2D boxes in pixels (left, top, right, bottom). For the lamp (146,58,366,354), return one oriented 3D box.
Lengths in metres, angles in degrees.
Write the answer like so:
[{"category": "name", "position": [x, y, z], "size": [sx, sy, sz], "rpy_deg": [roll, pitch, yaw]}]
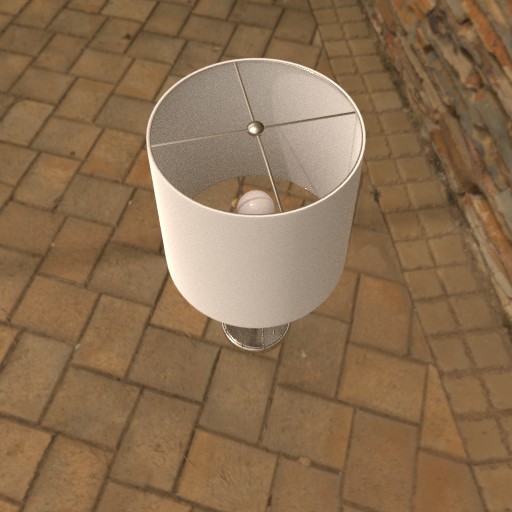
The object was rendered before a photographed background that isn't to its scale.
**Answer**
[{"category": "lamp", "position": [0.000, 0.000, 0.788], "size": [0.303, 0.618, 0.303], "rpy_deg": [0, 60, 0]}]
